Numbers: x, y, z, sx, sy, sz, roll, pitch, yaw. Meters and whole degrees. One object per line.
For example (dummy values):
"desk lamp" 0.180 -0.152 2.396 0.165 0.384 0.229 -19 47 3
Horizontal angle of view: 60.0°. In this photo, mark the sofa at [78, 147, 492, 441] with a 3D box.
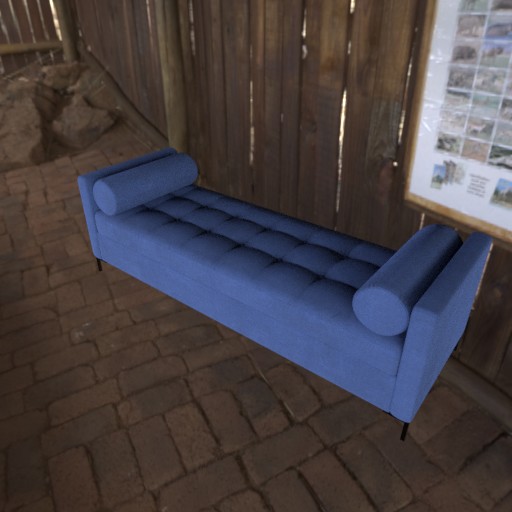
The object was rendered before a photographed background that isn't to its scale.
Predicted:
"sofa" 0.000 0.000 2.287 1.981 0.635 0.686 22 37 32
